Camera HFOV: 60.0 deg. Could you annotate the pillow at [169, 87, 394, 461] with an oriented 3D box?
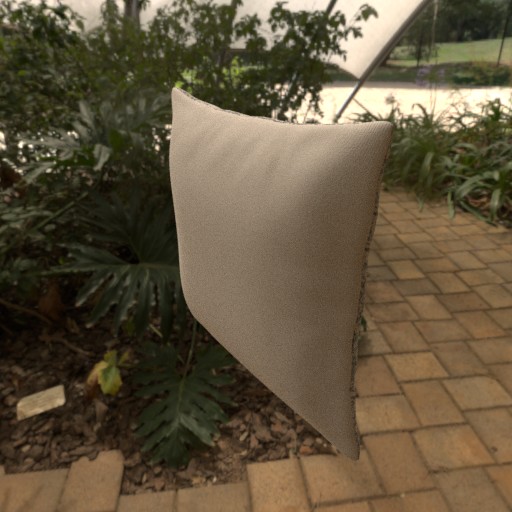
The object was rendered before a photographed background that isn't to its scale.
[{"bbox_3d":[0.000,0.000,0.761,0.166,0.510,0.523,-17,30,-32],"label":"pillow"}]
